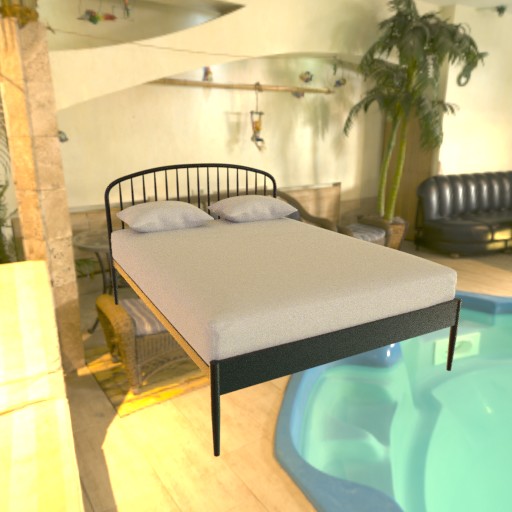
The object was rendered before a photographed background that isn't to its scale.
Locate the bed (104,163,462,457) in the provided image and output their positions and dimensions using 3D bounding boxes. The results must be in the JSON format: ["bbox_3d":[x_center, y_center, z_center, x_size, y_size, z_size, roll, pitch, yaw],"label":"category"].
[{"bbox_3d":[0.000,0.000,3.131,1.618,1.166,2.159,-8,17,-28],"label":"bed"}]
